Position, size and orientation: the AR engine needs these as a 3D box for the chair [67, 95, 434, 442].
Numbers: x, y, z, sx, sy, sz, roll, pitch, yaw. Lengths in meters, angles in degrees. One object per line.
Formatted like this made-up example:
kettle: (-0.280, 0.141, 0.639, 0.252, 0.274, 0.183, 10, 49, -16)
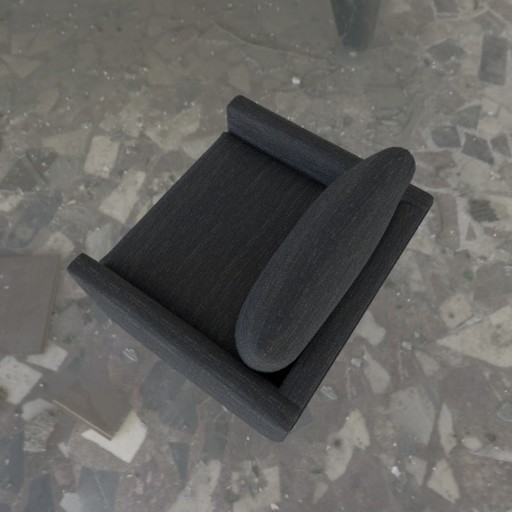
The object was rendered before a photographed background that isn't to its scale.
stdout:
chair: (0.000, 0.000, 1.630, 0.866, 0.861, 0.963, 32, 68, 15)
